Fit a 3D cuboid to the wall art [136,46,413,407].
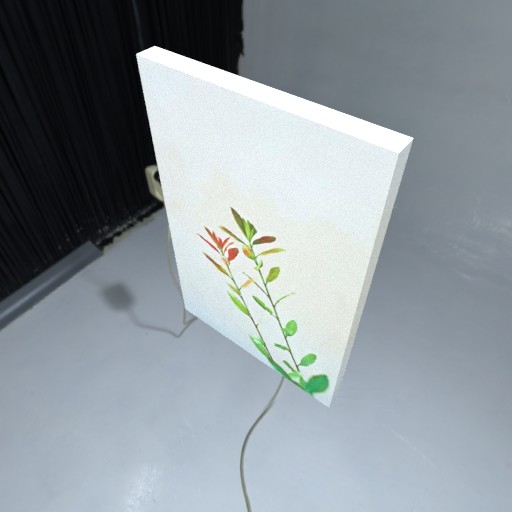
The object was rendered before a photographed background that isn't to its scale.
[{"bbox_3d":[0.000,0.000,0.783,0.408,0.611,0.038,29,53,25],"label":"wall art"}]
